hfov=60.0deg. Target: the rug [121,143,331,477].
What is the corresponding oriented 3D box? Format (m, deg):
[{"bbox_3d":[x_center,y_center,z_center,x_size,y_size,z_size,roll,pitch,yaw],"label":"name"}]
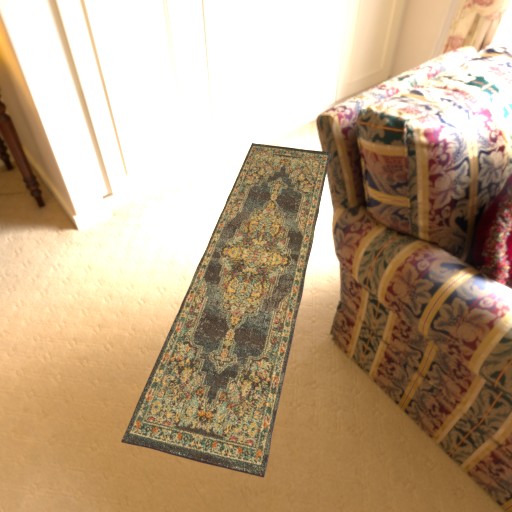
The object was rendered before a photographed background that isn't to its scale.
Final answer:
[{"bbox_3d":[0.000,0.000,2.519,0.602,0.016,2.283,10,47,9],"label":"rug"}]
